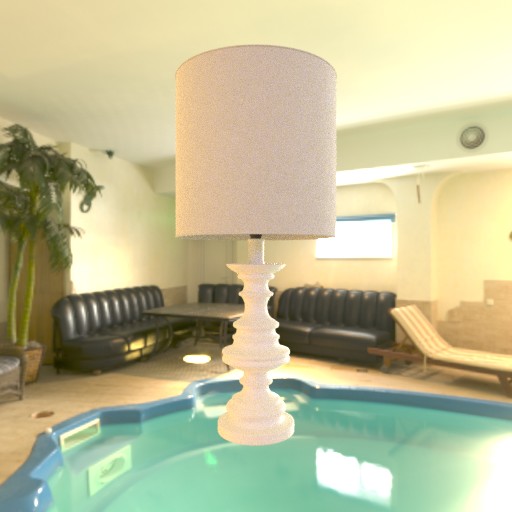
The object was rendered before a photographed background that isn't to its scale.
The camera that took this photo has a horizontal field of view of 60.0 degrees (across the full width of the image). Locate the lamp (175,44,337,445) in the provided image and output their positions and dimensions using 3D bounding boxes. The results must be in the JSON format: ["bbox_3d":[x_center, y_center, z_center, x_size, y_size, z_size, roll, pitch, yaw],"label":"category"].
[{"bbox_3d":[0.000,0.000,0.581,0.208,0.455,0.208,0,0,17],"label":"lamp"}]
